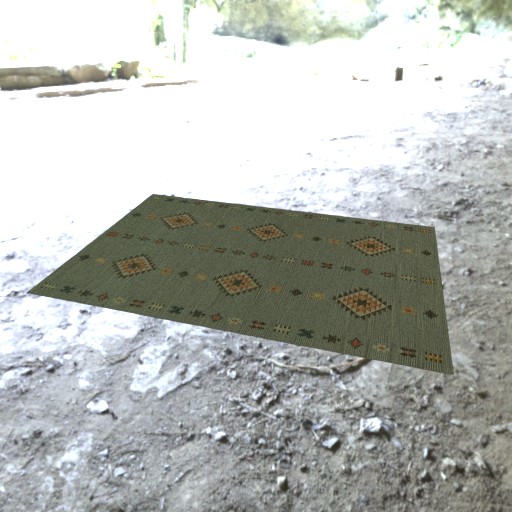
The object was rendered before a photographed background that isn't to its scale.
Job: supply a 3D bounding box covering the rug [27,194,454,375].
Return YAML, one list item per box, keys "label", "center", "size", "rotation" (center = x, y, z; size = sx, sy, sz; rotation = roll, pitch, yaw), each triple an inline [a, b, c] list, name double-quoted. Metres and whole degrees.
- label: "rug"
  center: [0.000, 0.000, 2.299]
  size: [1.818, 0.005, 1.217]
  rotation: [8, 31, 14]
